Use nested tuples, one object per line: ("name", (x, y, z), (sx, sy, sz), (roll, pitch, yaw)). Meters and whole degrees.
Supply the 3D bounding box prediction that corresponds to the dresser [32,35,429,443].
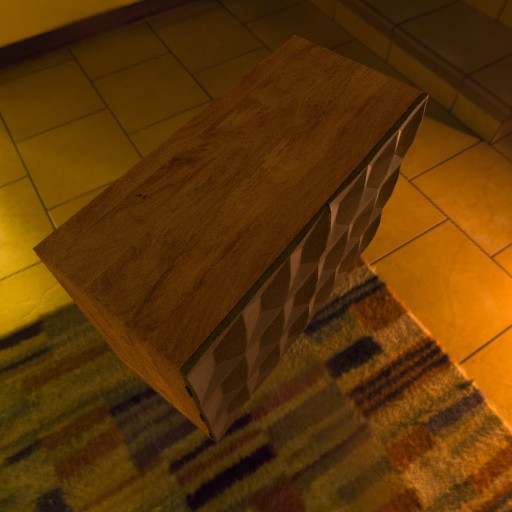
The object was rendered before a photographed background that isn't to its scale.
("dresser", (0.000, 0.000, 1.414), (0.446, 0.847, 0.967), (33, 64, 19))
